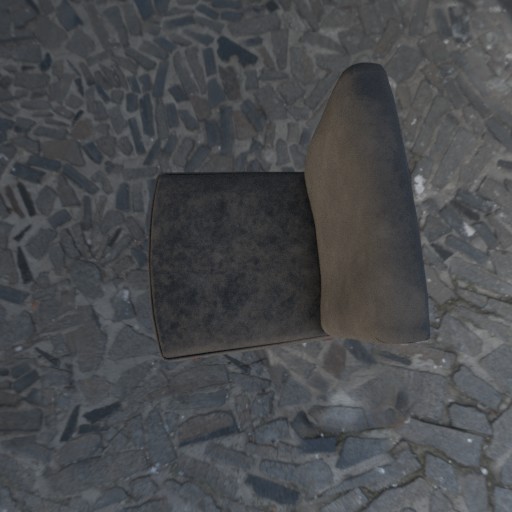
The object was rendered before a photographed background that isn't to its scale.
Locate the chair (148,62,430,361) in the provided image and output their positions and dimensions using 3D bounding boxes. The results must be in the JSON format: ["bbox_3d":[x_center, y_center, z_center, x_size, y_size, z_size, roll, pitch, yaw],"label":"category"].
[{"bbox_3d":[0.000,0.000,1.146,0.554,0.806,0.521,-4,76,-1],"label":"chair"}]
